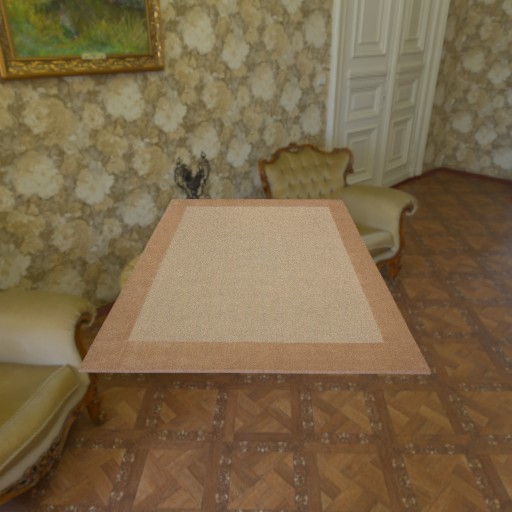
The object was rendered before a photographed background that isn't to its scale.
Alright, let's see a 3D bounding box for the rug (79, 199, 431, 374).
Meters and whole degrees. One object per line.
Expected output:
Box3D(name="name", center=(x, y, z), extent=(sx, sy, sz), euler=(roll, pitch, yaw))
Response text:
Box3D(name="rug", center=(0.000, 0.000, 2.349), extent=(1.219, 0.014, 1.829), euler=(0, 26, 0))
